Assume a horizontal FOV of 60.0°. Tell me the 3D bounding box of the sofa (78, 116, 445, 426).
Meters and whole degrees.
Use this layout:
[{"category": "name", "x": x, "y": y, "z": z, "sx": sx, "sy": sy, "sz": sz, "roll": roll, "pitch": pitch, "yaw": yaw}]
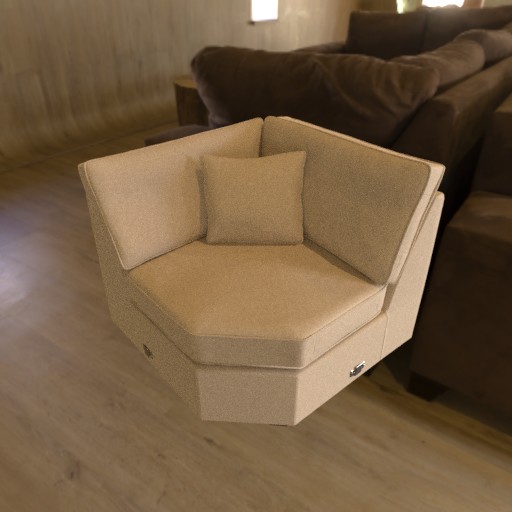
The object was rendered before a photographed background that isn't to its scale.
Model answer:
[{"category": "sofa", "x": 0.000, "y": 0.000, "z": 1.888, "sx": 1.050, "sy": 0.937, "sz": 1.042, "roll": -23, "pitch": 38, "yaw": -33}]
